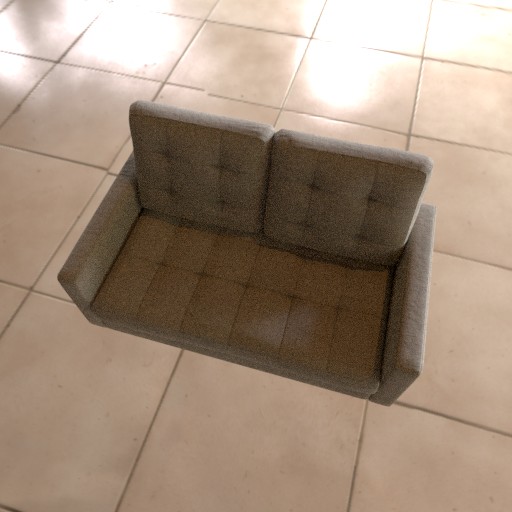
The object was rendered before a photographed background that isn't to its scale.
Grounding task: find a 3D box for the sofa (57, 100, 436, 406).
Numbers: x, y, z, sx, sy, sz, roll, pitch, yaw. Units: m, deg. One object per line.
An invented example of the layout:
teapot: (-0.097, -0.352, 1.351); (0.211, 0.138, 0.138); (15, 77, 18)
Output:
sofa: (0.000, 0.000, 1.908); (1.407, 0.907, 0.842); (13, 58, 8)
